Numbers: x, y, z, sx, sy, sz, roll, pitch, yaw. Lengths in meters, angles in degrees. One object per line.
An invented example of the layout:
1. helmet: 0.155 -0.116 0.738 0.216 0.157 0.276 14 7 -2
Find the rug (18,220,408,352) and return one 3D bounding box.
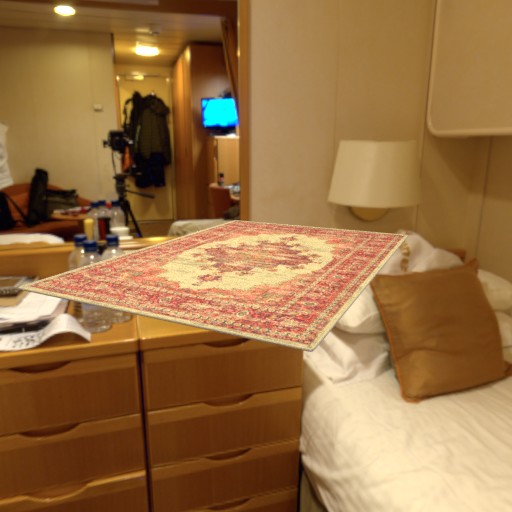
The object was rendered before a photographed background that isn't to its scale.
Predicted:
1. rug: 0.000 0.000 3.664 2.005 0.014 2.878 7 16 26
